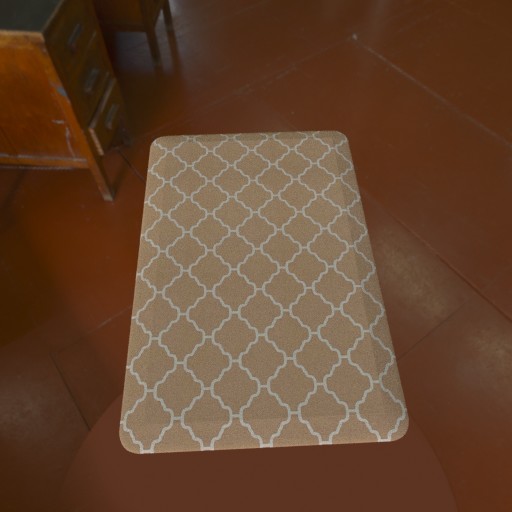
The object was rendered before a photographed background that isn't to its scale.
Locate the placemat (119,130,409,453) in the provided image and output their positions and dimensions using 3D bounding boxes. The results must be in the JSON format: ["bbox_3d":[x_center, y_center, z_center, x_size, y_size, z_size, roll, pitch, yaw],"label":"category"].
[{"bbox_3d":[0.000,0.000,0.952,0.508,0.021,0.762,-2,58,-1],"label":"placemat"}]
